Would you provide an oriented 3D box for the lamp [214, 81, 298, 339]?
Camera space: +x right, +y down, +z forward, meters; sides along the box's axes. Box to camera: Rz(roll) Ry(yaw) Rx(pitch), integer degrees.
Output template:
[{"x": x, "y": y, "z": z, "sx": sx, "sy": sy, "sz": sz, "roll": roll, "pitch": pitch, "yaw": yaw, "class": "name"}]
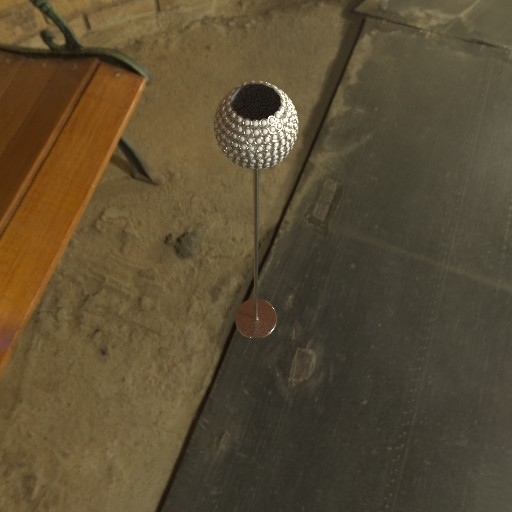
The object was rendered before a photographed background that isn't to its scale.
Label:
[{"x": 0.000, "y": 0.000, "z": 1.932, "sx": 0.254, "sy": 1.805, "sz": 0.254, "roll": 0, "pitch": 64, "yaw": 0, "class": "lamp"}]
